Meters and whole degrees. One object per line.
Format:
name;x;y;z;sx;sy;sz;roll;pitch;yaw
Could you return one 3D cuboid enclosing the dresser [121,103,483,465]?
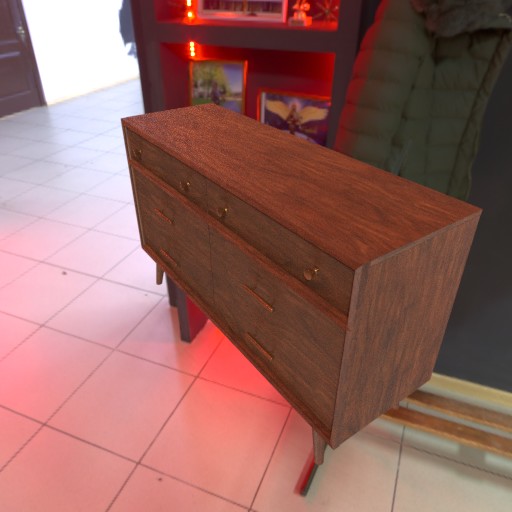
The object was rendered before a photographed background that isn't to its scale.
dresser;0.000;0.000;1.856;0.500;0.889;1.472;-21;38;-29
